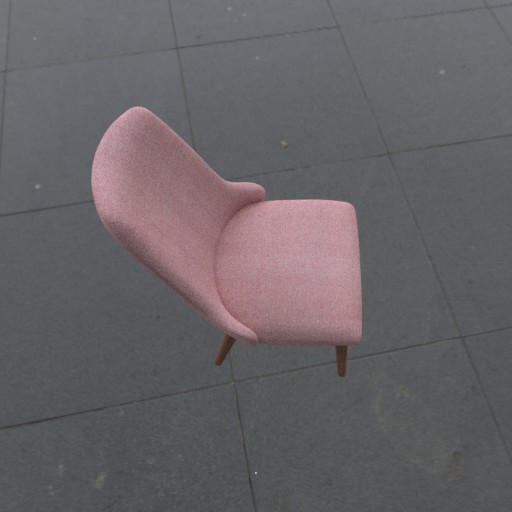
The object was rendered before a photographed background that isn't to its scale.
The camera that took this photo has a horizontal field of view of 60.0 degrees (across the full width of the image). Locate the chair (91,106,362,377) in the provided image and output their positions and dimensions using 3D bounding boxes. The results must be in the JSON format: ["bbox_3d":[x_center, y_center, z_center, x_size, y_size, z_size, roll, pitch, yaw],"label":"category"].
[{"bbox_3d":[0.000,0.000,1.365,0.707,0.918,0.535,4,64,2],"label":"chair"}]
